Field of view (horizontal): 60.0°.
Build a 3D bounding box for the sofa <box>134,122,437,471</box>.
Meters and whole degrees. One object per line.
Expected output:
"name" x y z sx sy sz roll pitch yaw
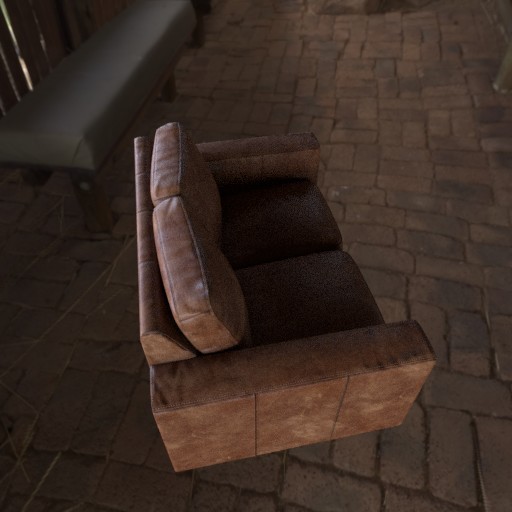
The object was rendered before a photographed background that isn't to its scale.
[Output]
"sofa" 0.000 0.000 2.209 1.041 0.889 1.626 -8 47 -8
